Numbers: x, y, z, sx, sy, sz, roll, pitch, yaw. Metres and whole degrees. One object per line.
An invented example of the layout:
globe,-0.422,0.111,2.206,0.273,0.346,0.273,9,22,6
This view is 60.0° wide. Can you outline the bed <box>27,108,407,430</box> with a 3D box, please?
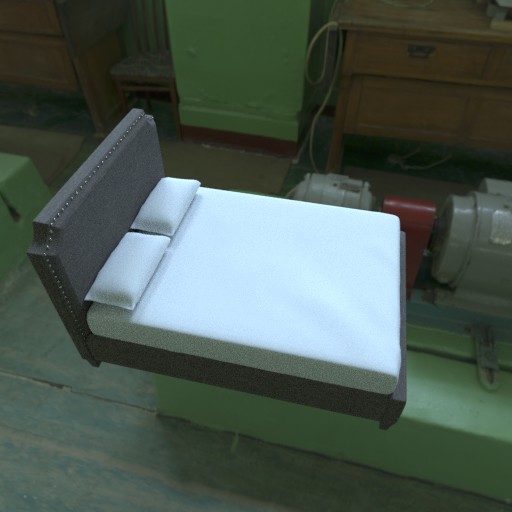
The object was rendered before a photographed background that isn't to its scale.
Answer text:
bed,0.000,0.000,3.419,2.381,1.457,1.713,9,46,9
